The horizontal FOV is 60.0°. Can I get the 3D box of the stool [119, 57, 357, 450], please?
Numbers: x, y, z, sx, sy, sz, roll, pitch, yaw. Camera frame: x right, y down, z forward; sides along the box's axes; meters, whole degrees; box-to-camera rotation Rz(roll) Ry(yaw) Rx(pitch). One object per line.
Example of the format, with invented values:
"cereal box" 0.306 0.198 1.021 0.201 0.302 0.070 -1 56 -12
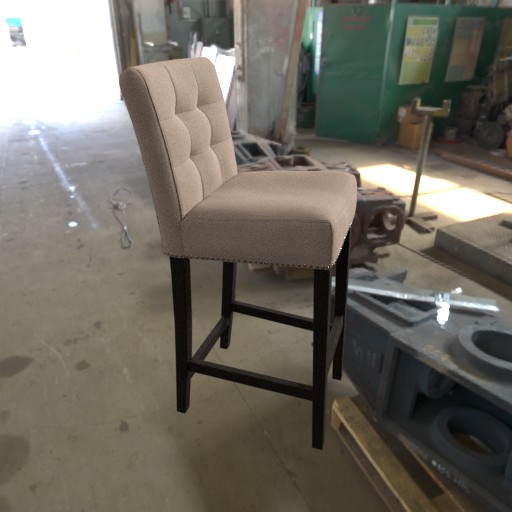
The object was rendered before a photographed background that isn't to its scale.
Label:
"stool" 0.000 0.000 1.309 0.548 1.047 0.411 9 29 17
